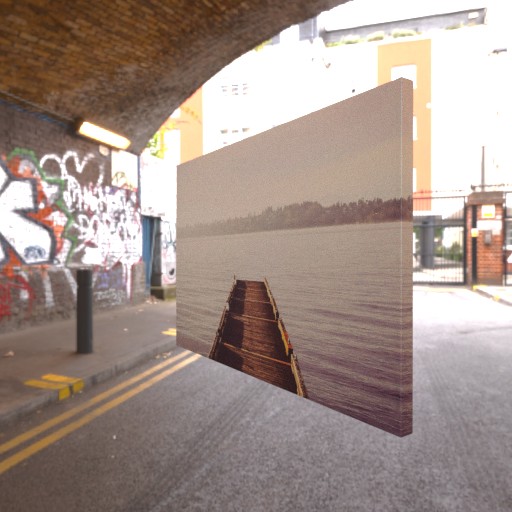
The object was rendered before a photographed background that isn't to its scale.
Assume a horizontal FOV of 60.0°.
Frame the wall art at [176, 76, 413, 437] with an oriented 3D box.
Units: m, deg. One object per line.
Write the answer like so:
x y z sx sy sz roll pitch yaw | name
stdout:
0.000 0.000 0.761 0.021 0.410 0.615 0 0 -34 | wall art
